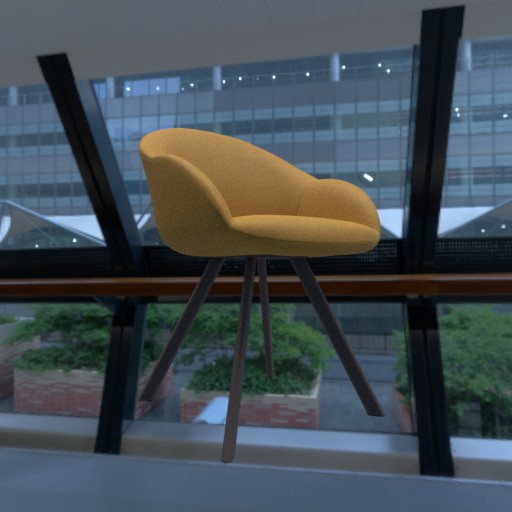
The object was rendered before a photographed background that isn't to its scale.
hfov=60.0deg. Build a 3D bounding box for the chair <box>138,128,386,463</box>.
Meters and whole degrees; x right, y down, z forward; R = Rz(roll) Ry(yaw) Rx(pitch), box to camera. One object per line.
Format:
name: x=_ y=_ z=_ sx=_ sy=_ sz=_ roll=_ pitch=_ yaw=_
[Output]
chair: x=0.000 y=0.000 z=1.165 sx=0.551 sy=0.793 sz=0.583 roll=1 pitch=-1 yaw=-35
